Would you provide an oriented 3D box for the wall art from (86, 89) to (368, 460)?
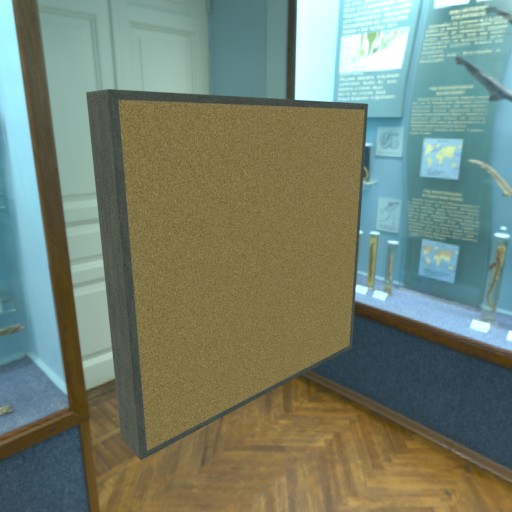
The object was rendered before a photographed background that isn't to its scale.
[{"bbox_3d":[0.000,0.000,0.452,0.303,0.302,0.038,-14,21,-40],"label":"wall art"}]
